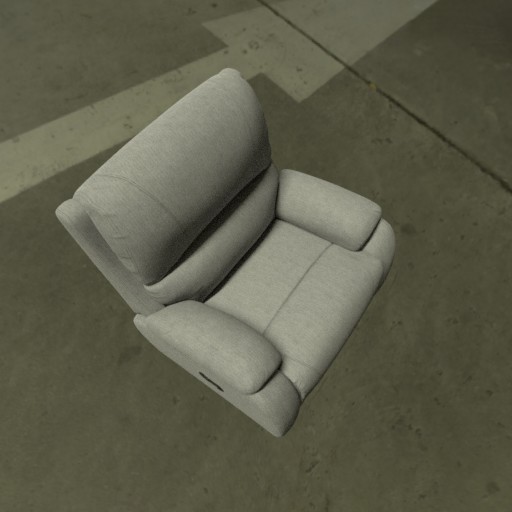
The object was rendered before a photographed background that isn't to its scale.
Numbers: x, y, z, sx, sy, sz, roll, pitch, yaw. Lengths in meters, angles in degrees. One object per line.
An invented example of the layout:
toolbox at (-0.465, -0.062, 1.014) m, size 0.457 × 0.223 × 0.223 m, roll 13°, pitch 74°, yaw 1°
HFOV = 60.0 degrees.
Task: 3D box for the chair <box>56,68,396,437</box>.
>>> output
chair at (0.000, 0.000, 1.719) m, size 0.899 × 1.011 × 0.930 m, roll 31°, pitch 63°, yaw 18°
